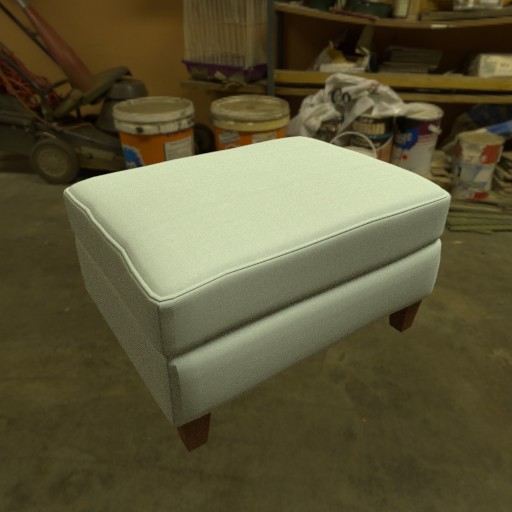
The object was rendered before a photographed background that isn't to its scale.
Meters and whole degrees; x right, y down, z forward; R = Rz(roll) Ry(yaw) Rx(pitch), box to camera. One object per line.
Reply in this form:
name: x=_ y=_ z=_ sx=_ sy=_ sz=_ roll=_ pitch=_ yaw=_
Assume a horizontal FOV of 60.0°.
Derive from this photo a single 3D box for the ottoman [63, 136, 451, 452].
ottoman: x=0.000 y=0.000 z=1.220 sx=0.818 sy=0.496 sz=0.634 roll=-20 pitch=36 yaw=-29
